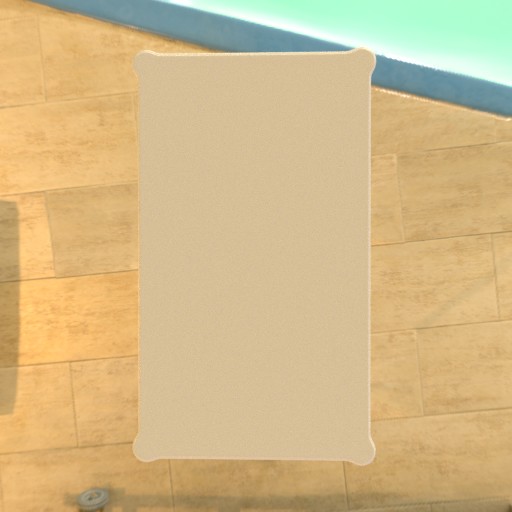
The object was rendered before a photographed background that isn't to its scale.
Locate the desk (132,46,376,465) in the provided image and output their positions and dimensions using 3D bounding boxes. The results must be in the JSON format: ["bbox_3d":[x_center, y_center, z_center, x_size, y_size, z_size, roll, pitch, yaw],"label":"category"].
[{"bbox_3d":[0.000,0.000,1.836,0.807,0.762,1.380,0,90,1],"label":"desk"}]
